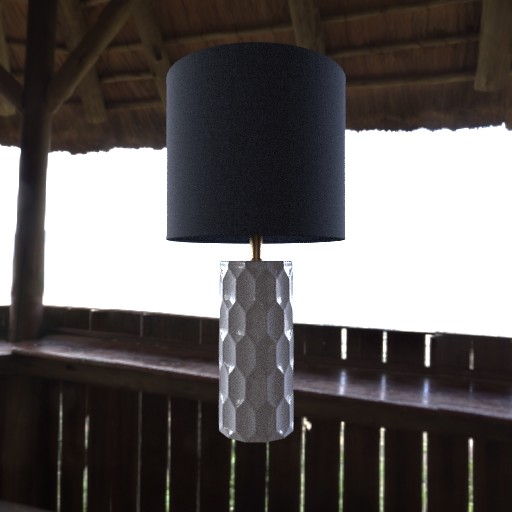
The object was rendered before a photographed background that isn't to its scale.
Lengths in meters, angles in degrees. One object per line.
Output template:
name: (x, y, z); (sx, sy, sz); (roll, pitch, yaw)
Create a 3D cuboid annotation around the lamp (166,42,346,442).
lamp: (0.000, 0.000, 0.693); (0.277, 0.537, 0.277); (0, -1, 0)
